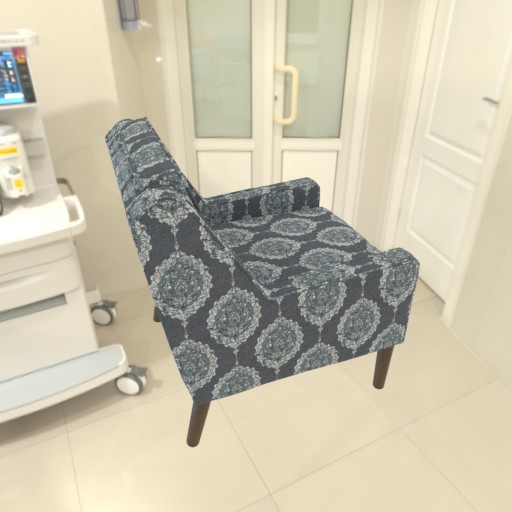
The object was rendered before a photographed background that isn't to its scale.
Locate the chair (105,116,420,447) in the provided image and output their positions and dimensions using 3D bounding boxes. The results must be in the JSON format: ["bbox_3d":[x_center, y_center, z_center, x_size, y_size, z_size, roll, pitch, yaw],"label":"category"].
[{"bbox_3d":[0.000,0.000,1.363,0.743,0.792,0.663,-11,32,-17],"label":"chair"}]
